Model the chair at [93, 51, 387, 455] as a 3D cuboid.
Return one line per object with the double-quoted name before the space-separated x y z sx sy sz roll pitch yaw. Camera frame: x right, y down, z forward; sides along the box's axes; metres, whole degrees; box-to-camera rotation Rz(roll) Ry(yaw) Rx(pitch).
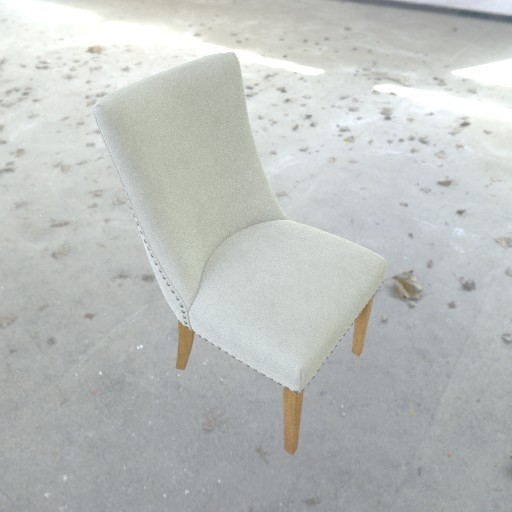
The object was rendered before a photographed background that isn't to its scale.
"chair" 0.000 0.000 1.237 0.610 0.902 0.495 25 47 27
